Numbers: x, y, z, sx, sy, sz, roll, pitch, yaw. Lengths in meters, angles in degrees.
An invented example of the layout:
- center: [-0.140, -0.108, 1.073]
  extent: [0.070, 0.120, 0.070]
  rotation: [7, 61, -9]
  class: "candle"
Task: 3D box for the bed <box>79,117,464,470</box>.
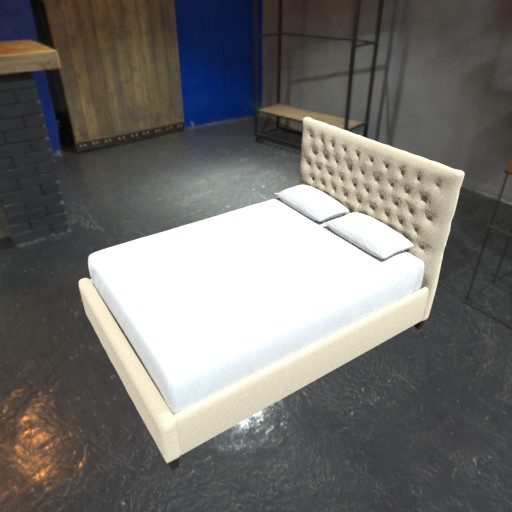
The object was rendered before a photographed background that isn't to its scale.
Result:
- center: [0.000, 0.000, 3.435]
  extent: [2.387, 1.427, 1.698]
  rotation: [-20, 37, -28]
  class: "bed"
